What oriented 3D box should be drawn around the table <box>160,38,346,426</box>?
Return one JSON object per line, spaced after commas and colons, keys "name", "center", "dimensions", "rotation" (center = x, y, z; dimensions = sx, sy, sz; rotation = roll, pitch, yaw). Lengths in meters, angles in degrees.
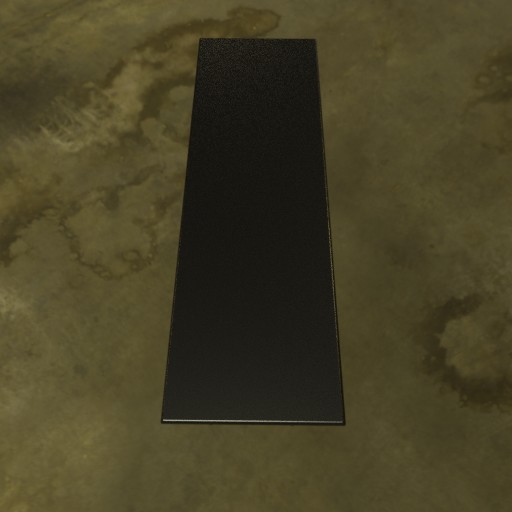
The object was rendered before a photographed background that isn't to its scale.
{"name": "table", "center": [0.000, 0.000, 1.546], "dimensions": [0.386, 0.819, 1.191], "rotation": [1, 63, 0]}
